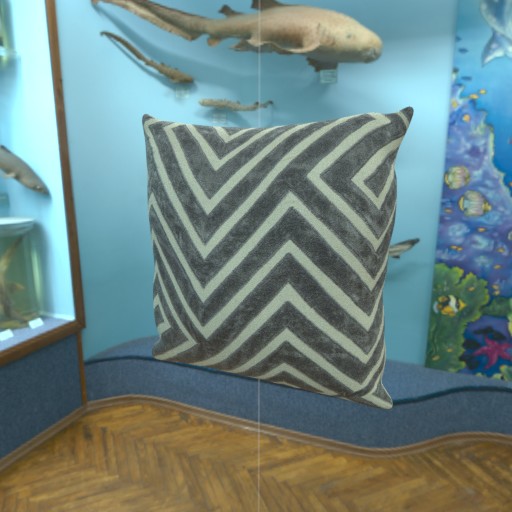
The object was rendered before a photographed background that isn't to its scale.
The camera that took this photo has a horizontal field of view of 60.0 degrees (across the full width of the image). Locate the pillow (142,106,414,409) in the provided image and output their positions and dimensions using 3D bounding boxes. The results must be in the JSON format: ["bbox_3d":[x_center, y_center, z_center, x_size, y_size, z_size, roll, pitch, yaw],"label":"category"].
[{"bbox_3d":[0.000,0.000,0.694,0.440,0.441,0.182,6,14,25],"label":"pillow"}]
